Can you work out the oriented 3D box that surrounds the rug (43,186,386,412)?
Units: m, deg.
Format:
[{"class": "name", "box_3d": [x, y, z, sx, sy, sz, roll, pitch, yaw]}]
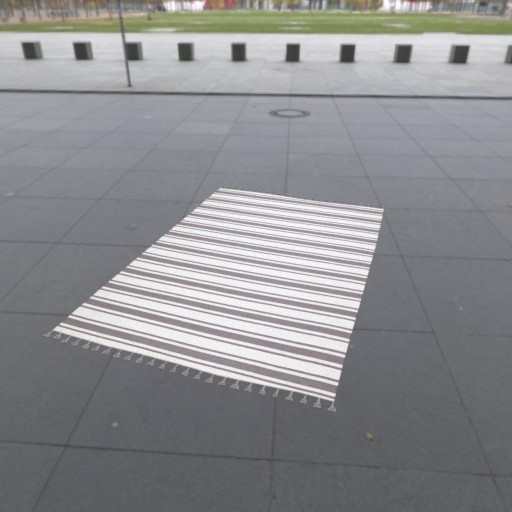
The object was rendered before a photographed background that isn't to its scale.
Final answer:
[{"class": "rug", "box_3d": [0.000, 0.000, 3.114, 1.563, 0.014, 2.425, 10, 31, 17]}]
